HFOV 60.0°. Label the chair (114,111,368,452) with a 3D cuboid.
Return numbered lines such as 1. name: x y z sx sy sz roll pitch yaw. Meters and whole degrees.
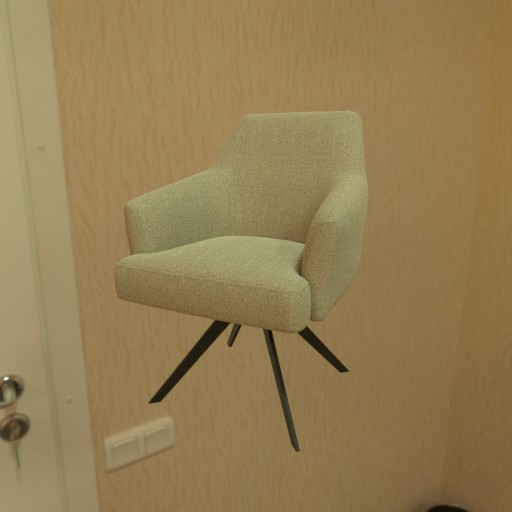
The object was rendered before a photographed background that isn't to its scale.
1. chair: 0.000 0.000 1.351 0.642 0.874 0.677 7 15 26
